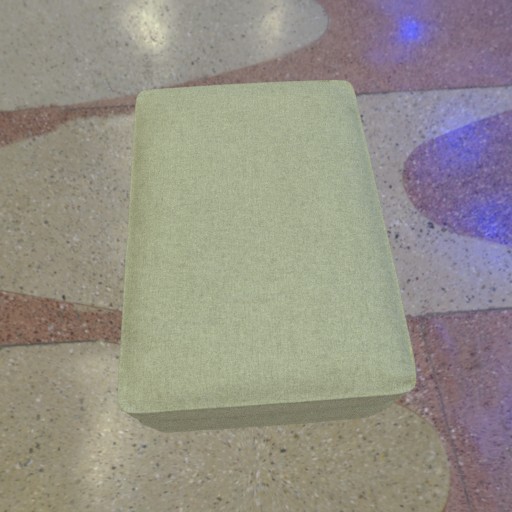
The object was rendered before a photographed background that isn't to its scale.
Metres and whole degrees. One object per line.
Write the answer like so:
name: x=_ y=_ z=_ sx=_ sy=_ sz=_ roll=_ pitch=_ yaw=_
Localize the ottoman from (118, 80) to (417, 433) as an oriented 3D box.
ottoman: x=0.000 y=0.000 z=1.201 sx=0.611 sy=0.508 sz=0.848 roll=-4 pitch=65 yaw=-2
